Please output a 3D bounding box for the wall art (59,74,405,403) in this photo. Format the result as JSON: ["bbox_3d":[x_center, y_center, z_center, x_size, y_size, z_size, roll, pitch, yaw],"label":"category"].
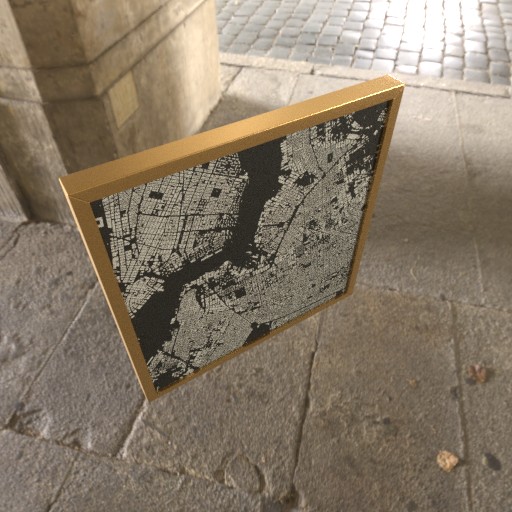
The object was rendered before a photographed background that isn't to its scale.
[{"bbox_3d":[0.000,0.000,0.464,0.305,0.305,0.023,-24,51,-21],"label":"wall art"}]
